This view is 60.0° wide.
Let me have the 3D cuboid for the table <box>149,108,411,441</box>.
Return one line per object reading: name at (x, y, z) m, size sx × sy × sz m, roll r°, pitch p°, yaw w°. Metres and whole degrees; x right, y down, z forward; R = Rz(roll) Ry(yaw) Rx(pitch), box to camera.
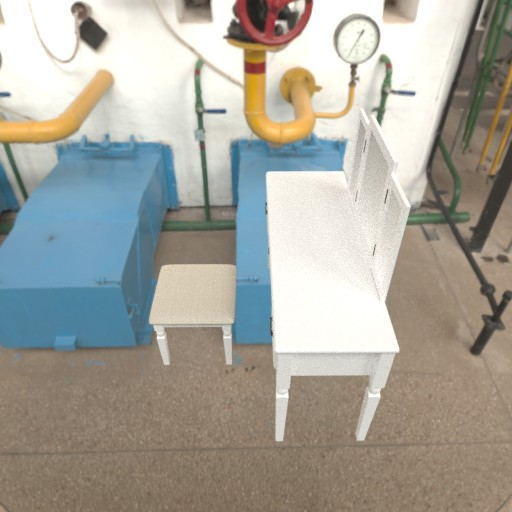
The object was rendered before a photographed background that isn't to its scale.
table at (0.000, 0.000, 2.280) m, size 1.115 × 1.310 × 1.369 m, roll 0°, pitch 40°, yaw 0°
